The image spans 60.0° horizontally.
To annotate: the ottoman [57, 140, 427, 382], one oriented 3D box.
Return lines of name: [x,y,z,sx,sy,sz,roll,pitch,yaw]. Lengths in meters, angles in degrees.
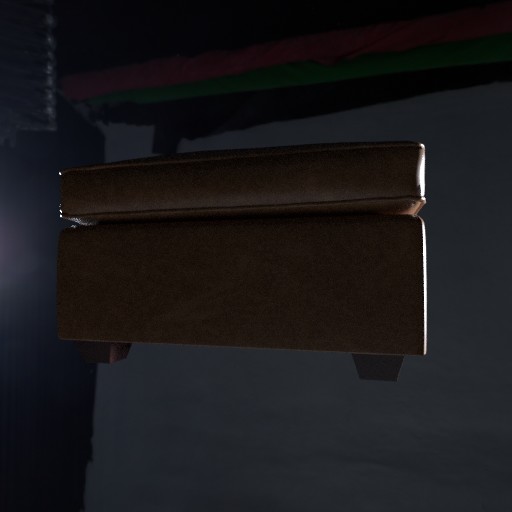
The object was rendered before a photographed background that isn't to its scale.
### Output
ottoman: [0.000,0.000,1.093,0.756,0.468,0.554,-1,-3,16]
